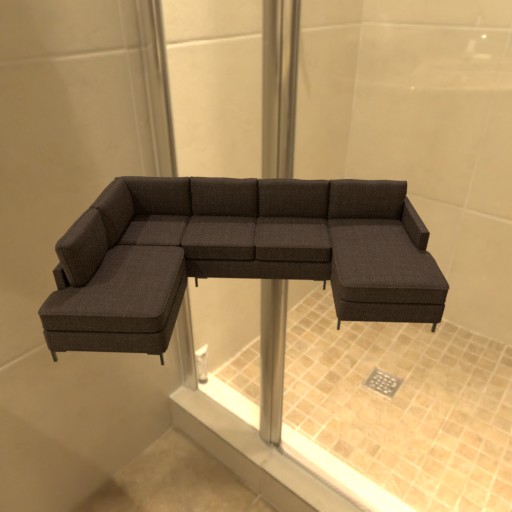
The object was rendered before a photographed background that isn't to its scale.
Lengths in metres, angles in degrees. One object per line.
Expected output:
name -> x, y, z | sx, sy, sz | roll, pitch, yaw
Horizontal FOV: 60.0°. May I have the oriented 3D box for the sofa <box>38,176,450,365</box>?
sofa -> 0.000, 0.000, 4.337 | 3.423, 0.999, 2.048 | 1, 31, 2
